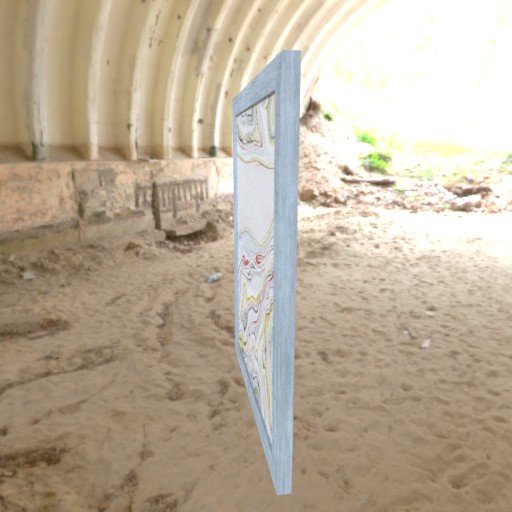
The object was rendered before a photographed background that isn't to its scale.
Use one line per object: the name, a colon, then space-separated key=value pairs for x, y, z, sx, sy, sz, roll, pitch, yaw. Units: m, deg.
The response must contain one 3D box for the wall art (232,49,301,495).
wall art: x=0.000 y=0.000 z=0.790 sx=0.022 sy=0.582 sz=0.479 roll=-2 pitch=13 yaw=-9
